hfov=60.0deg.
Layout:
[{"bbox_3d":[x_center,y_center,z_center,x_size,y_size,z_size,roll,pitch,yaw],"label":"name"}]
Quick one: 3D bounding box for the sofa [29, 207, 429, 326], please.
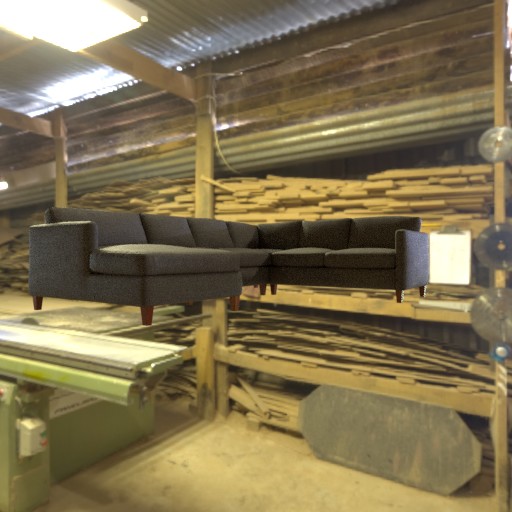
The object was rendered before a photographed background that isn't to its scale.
[{"bbox_3d":[0.000,0.000,4.579,2.594,0.961,3.460,0,0,36],"label":"sofa"}]
